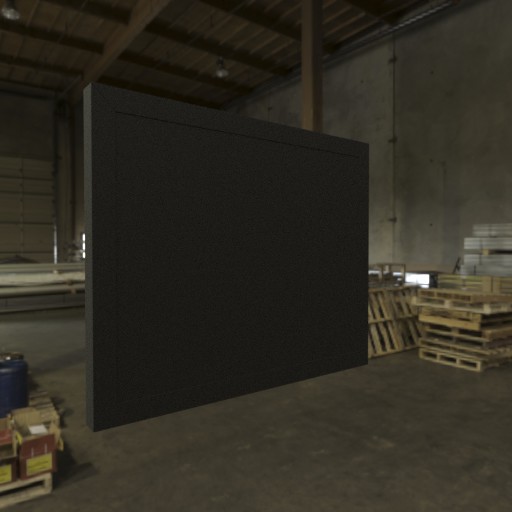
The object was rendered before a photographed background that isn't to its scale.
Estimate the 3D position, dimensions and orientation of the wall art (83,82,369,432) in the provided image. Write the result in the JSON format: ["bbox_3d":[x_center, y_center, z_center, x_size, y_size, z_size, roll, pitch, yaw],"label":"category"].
[{"bbox_3d":[0.000,0.000,0.548,0.404,0.329,0.024,-1,1,-37],"label":"wall art"}]
